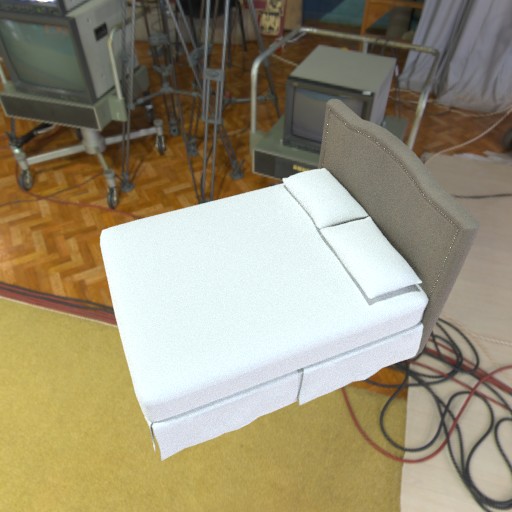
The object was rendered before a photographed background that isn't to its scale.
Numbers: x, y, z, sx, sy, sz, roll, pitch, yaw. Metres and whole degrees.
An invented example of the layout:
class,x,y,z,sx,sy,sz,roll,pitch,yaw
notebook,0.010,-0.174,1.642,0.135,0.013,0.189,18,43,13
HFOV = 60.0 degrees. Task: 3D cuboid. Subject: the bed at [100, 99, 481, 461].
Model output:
class,x,y,z,sx,sy,sz,roll,pitch,yaw
bed,0.000,0.000,3.223,2.128,1.441,1.744,-16,48,-15
